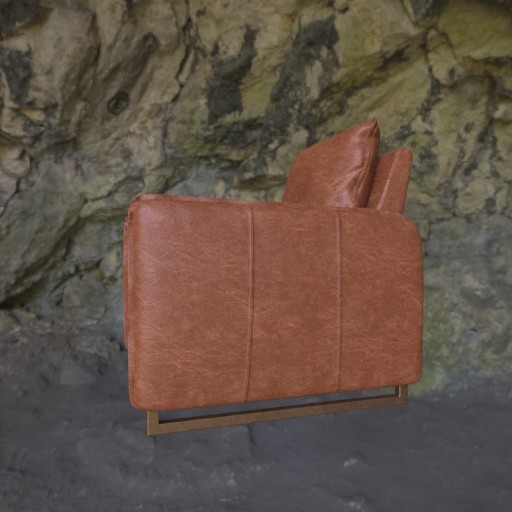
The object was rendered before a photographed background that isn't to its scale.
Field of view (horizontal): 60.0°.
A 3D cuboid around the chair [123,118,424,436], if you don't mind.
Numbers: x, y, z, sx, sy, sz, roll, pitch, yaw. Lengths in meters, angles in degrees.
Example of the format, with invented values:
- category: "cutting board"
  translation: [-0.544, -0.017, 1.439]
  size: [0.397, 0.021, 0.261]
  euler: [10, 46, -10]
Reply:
- category: "chair"
  translation: [0.000, 0.000, 1.605]
  size: [0.922, 0.922, 0.830]
  euler: [0, 1, -17]
